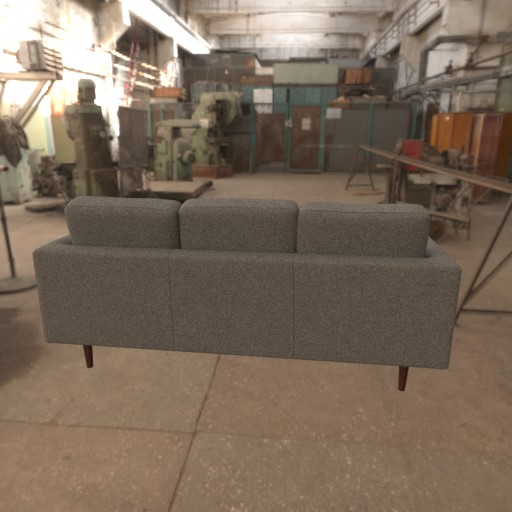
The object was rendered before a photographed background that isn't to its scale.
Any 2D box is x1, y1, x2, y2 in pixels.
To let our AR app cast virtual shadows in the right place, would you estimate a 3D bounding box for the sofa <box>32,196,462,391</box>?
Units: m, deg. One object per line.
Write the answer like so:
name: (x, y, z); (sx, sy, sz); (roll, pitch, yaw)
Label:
sofa: (0.000, 0.000, 2.925); (2.055, 0.957, 1.667); (2, 17, 7)
